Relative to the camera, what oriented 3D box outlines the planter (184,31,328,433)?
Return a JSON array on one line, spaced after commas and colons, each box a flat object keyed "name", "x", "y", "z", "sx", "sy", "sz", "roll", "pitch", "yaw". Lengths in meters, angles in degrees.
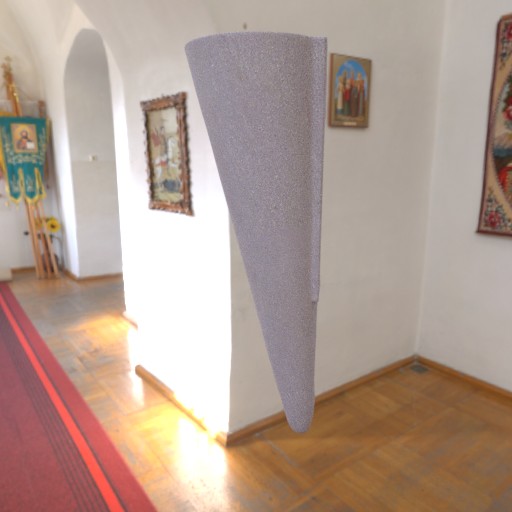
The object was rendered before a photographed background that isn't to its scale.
[{"name": "planter", "x": 0.000, "y": 0.000, "z": 0.298, "sx": 0.087, "sy": 0.259, "sz": 0.078, "roll": 2, "pitch": 13, "yaw": 9}]
